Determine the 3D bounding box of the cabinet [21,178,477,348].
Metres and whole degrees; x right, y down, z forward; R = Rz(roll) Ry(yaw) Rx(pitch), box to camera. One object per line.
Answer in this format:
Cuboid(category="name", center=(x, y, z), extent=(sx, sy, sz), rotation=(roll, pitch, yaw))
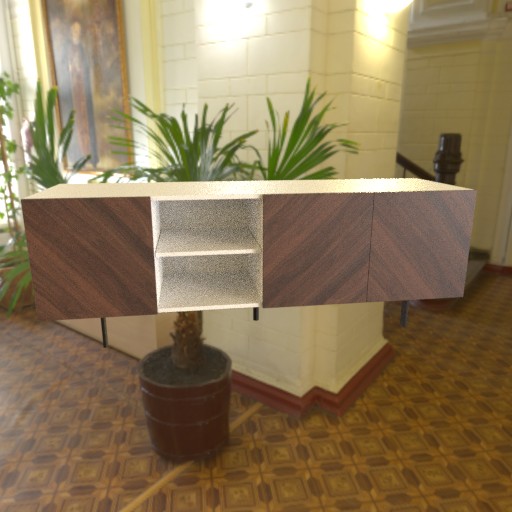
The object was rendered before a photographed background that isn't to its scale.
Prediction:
Cuboid(category="cabinet", center=(0.000, 0.000, 1.718), extent=(1.499, 0.533, 0.431), rotation=(-2, 16, -8))
